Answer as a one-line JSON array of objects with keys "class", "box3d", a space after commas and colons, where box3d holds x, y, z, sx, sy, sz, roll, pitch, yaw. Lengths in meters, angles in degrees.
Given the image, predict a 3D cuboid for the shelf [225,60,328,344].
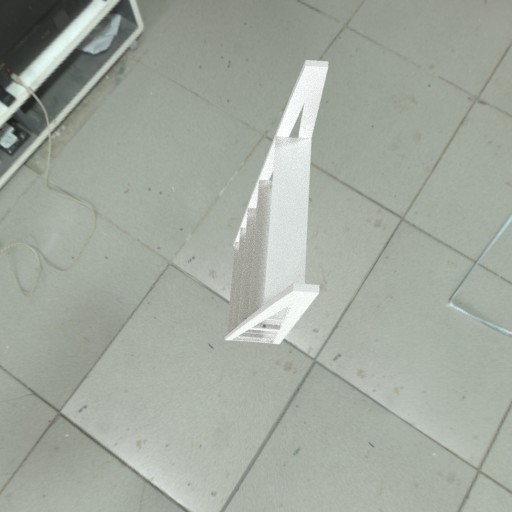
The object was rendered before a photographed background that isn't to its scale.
[{"class": "shelf", "box3d": [0.000, 0.000, 1.968, 0.341, 1.779, 0.636, 4, 75, 1]}]
